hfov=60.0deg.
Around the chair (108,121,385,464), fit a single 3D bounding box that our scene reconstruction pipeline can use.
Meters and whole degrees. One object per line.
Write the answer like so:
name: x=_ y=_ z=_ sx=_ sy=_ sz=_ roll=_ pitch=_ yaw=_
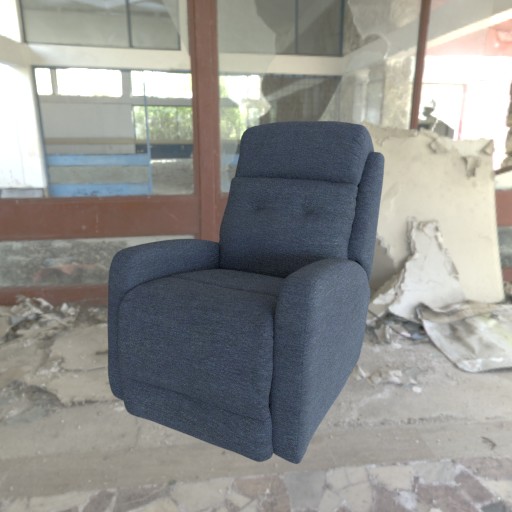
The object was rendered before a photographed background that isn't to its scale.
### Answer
chair: x=0.000 y=0.000 z=1.718 sx=0.798 sy=1.013 sz=1.043 roll=8 pitch=18 yaw=27
